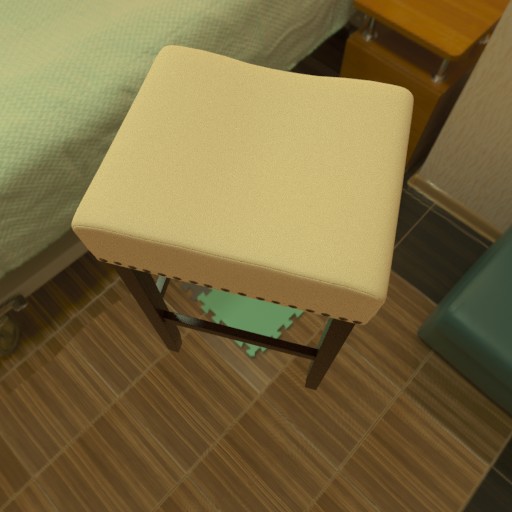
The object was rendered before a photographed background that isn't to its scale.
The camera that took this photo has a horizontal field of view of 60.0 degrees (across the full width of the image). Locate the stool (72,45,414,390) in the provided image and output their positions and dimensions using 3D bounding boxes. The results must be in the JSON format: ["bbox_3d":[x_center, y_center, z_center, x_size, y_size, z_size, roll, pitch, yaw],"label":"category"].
[{"bbox_3d":[0.000,0.000,1.030,0.471,0.762,0.401,13,64,6],"label":"stool"}]
